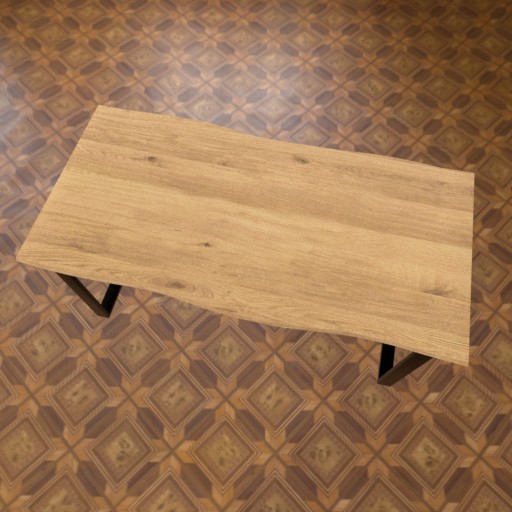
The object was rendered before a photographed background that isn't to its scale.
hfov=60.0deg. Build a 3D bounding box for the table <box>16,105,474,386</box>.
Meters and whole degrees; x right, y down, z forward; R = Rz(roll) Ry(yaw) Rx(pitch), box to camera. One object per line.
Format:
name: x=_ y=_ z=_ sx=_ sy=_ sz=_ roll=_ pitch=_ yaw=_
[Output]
table: x=0.000 y=0.000 z=2.222 sx=1.800 sy=0.780 sz=0.900 roll=12 pitch=64 yaw=6
